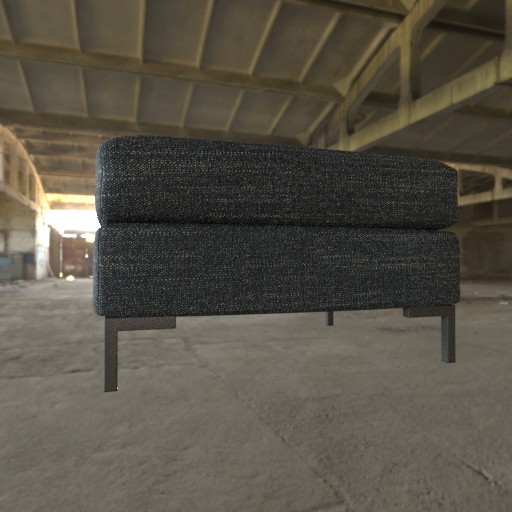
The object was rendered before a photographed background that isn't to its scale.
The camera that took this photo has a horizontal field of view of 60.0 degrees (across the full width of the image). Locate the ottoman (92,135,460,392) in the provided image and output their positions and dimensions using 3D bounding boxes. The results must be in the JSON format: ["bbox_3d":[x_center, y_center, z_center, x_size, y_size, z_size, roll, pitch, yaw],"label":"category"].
[{"bbox_3d":[0.000,0.000,1.200,0.814,0.491,0.667,0,-1,-17],"label":"ottoman"}]
